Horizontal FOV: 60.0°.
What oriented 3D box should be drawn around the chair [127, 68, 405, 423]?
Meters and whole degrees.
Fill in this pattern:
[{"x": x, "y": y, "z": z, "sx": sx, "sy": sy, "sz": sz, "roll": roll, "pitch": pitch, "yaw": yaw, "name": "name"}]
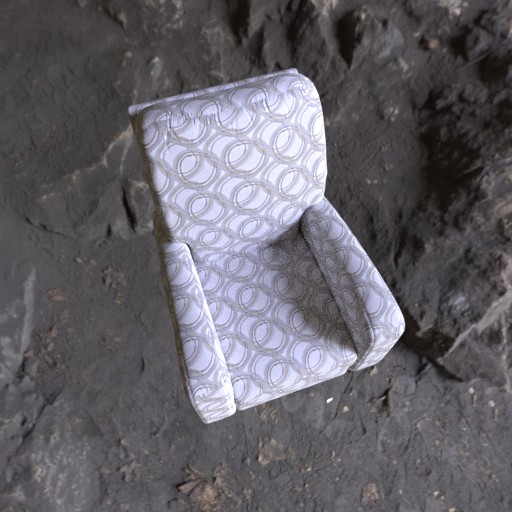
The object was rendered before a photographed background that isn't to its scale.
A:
[{"x": 0.000, "y": 0.000, "z": 1.769, "sx": 0.796, "sy": 1.065, "sz": 0.995, "roll": -17, "pitch": 63, "yaw": -9, "name": "chair"}]
